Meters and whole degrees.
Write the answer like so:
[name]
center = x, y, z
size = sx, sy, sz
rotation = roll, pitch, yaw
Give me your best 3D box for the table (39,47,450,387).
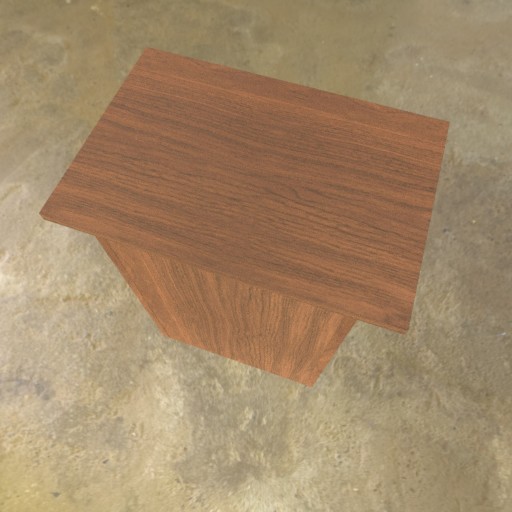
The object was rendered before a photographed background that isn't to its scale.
[table]
center = 0.000, 0.000, 1.065
size = 0.589, 0.711, 0.406
rotation = 17, 65, 8
